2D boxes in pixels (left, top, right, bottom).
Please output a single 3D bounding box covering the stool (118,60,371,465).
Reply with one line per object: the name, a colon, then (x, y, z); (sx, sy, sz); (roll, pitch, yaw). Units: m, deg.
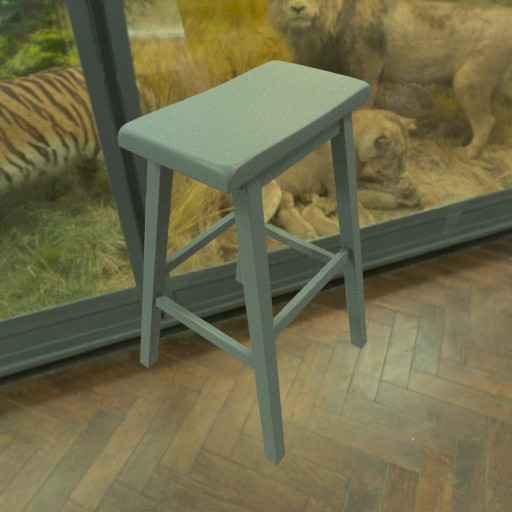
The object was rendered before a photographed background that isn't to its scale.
stool: (0.000, 0.000, 1.042); (0.476, 0.737, 0.457); (27, 47, 27)
